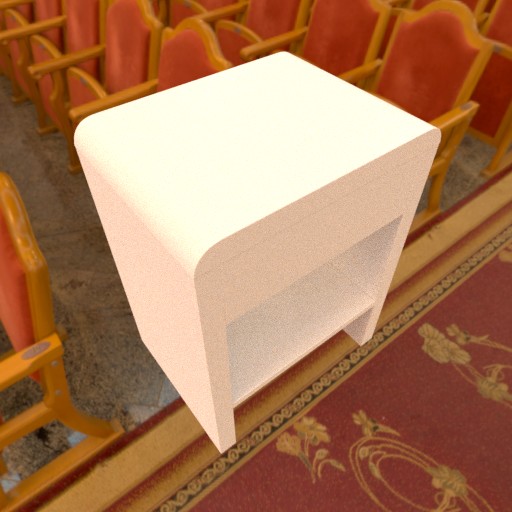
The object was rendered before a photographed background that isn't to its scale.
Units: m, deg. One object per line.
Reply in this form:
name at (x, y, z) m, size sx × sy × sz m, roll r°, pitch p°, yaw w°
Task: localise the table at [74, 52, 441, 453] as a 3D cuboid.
table at (0.000, 0.000, 0.874) m, size 0.450 × 0.590 × 0.350 m, roll -30°, pitch 54°, yaw -25°
